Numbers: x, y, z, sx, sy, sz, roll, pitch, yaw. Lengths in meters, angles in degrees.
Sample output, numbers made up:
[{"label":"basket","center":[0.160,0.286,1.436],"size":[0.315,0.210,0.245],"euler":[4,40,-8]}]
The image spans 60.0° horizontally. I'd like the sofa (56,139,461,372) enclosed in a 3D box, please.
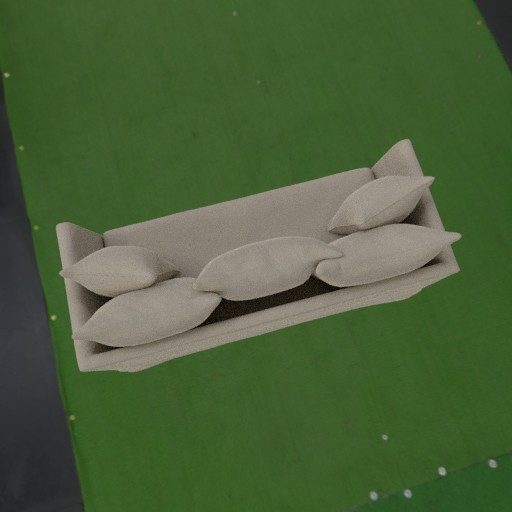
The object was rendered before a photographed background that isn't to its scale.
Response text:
[{"label":"sofa","center":[0.000,0.000,3.111],"size":[2.499,1.047,1.046],"euler":[-14,76,-4]}]
